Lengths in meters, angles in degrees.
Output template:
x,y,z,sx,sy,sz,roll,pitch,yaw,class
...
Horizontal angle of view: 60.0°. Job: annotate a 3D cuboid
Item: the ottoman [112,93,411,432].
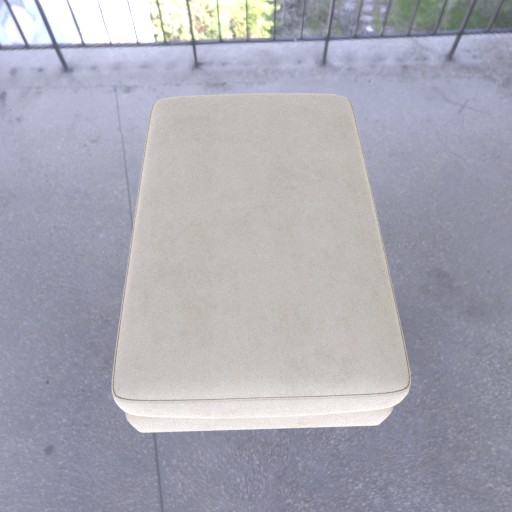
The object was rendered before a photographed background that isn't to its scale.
x,y,z,sx,sy,sz,roll,pitch,yaw,class
0.000,0.000,1.184,0.584,0.483,0.864,-1,58,-1,ottoman
